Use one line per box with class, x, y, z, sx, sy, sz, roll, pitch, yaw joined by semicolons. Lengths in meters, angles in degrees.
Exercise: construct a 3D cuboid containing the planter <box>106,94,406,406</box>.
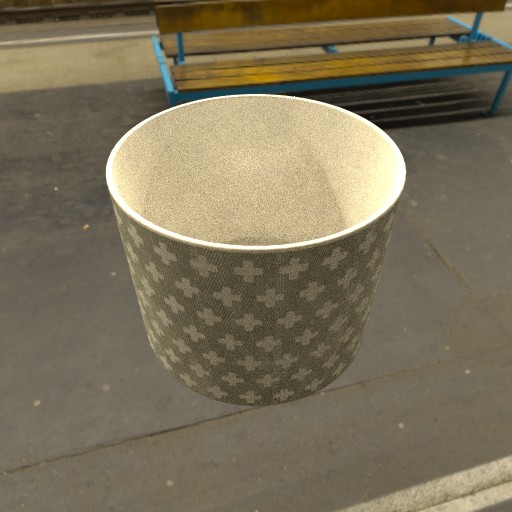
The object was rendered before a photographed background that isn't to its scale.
planter;0.000;0.000;0.460;0.250;0.239;0.250;0;42;0
